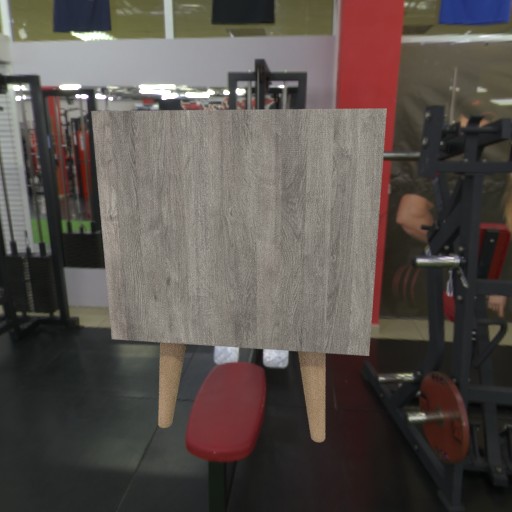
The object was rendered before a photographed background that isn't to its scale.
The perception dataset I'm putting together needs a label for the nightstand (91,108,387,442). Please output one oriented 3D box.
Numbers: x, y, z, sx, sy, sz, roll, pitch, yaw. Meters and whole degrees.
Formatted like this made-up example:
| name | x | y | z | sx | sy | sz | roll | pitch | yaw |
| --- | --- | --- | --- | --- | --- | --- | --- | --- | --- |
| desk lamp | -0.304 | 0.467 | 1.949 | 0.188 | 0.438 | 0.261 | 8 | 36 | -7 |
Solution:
| name | x | y | z | sx | sy | sz | roll | pitch | yaw |
| --- | --- | --- | --- | --- | --- | --- | --- | --- | --- |
| nightstand | 0.000 | 0.000 | 0.842 | 0.380 | 0.500 | 0.480 | 2 | 15 | 8 |
